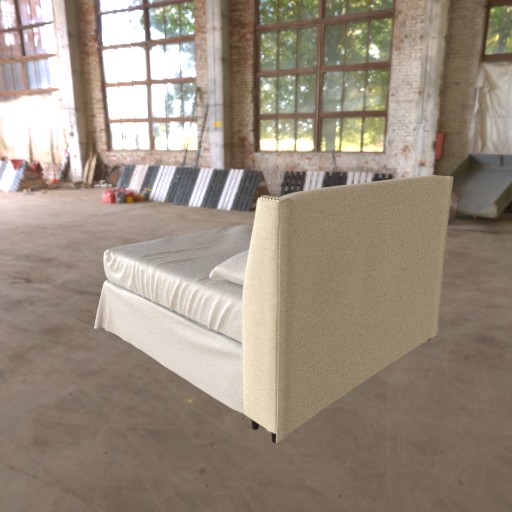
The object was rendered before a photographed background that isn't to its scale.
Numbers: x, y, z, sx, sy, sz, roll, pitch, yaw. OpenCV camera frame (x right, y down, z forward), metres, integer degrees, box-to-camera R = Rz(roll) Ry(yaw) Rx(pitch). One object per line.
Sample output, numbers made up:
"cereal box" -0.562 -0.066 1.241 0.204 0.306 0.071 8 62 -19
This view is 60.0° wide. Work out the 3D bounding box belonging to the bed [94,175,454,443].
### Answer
"bed" 0.000 0.000 3.573 1.925 1.332 2.276 -14 20 -42
